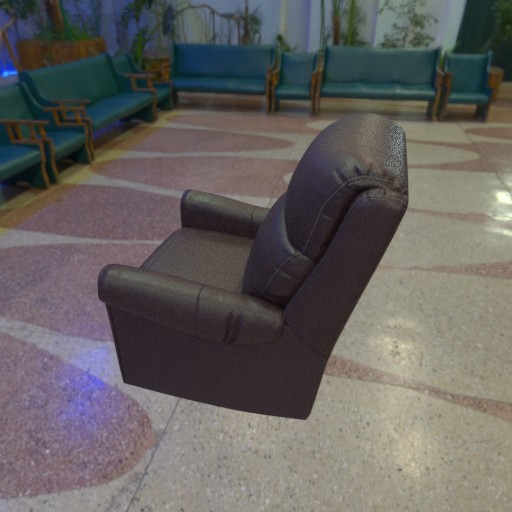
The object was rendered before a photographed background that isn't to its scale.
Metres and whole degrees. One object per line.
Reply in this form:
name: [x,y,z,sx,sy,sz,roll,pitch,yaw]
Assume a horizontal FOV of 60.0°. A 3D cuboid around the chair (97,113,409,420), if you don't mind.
chair: [0.000,0.000,1.773,1.014,1.054,0.838,8,32,13]
